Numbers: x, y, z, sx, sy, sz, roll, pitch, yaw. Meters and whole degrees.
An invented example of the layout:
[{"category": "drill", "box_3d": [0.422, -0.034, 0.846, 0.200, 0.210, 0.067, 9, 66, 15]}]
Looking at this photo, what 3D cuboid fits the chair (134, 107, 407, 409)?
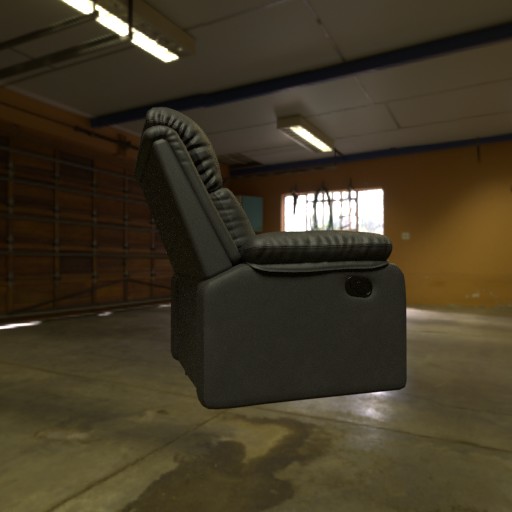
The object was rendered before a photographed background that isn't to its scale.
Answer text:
[{"category": "chair", "box_3d": [0.000, 0.000, 1.761, 0.919, 0.992, 0.855, 0, -1, -18]}]
